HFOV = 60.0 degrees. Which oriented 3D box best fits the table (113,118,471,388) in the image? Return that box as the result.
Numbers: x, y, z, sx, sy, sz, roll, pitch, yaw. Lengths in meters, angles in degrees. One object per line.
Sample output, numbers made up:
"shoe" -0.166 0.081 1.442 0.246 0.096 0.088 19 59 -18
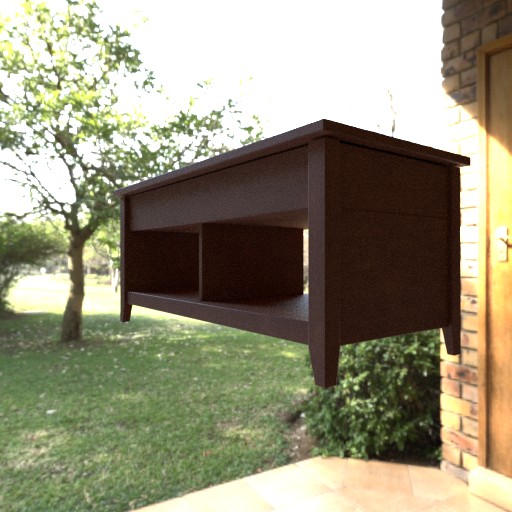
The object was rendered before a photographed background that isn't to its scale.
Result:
"table" 0.000 0.000 1.287 0.483 0.457 1.016 0 0 -37
